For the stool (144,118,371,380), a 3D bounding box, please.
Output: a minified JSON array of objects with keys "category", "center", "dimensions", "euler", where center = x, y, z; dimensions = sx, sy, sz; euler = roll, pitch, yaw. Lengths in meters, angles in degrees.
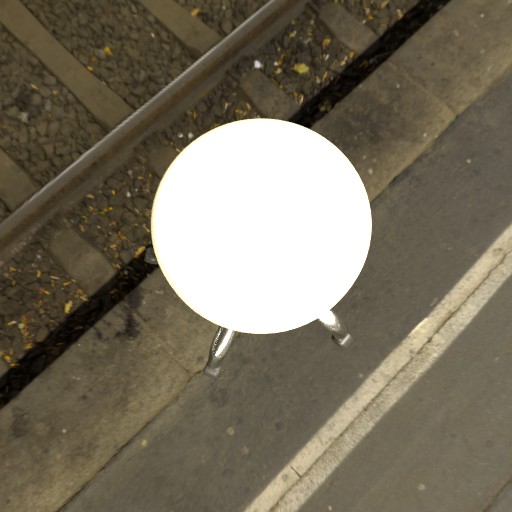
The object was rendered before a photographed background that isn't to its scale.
[{"category":"stool","center":[0.000,0.000,1.045],"dimensions":[0.634,0.482,0.614],"euler":[24,77,6]}]
